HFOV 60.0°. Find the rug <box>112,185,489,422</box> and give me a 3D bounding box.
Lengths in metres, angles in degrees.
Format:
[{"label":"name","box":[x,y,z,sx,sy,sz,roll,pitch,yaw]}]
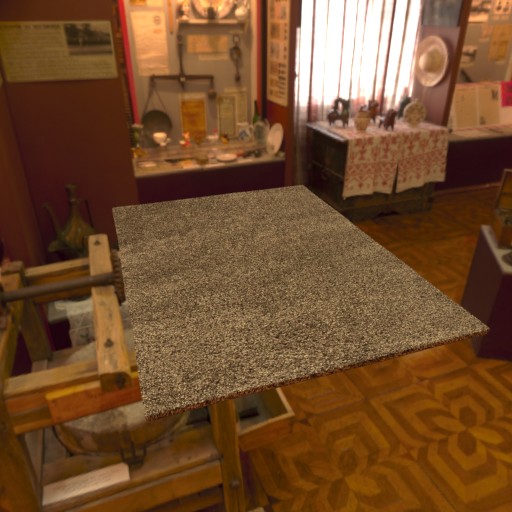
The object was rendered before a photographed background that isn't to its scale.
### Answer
[{"label":"rug","box":[0.000,0.000,2.059,1.198,0.025,1.601,-9,30,-17]}]
